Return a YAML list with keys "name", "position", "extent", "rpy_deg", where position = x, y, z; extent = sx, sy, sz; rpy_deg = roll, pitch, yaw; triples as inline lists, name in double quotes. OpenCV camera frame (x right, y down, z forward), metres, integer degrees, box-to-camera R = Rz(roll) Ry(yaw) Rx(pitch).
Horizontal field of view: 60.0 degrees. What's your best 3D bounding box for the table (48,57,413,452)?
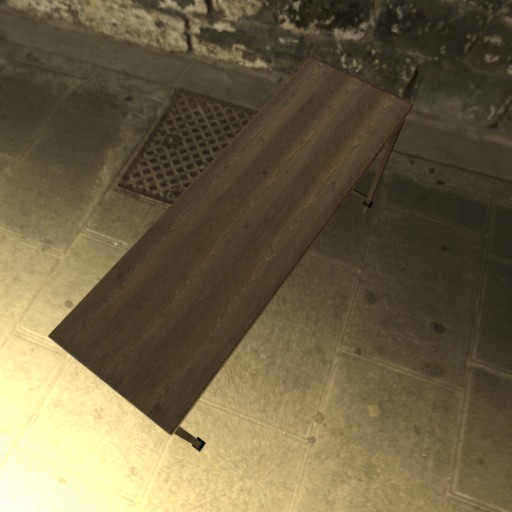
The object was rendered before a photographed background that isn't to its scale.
- name: "table"
  position: [0.000, 0.000, 2.153]
  extent: [0.551, 0.902, 1.700]
  rpy_deg: [32, 67, 15]
